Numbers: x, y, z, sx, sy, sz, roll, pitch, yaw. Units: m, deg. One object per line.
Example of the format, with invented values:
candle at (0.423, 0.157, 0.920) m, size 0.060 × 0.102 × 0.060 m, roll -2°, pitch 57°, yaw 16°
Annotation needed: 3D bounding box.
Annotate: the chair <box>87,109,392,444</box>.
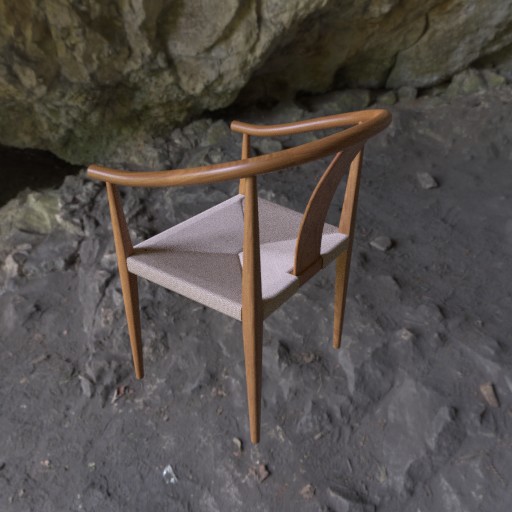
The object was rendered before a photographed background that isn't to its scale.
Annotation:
chair at (0.000, 0.000, 1.207) m, size 0.579 × 0.800 × 0.556 m, roll 21°, pitch 36°, yaw 31°
